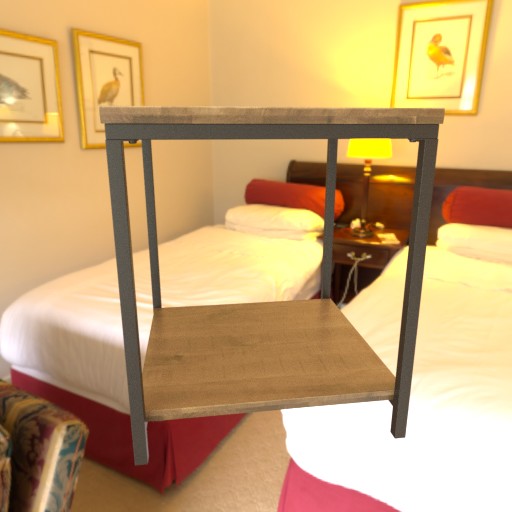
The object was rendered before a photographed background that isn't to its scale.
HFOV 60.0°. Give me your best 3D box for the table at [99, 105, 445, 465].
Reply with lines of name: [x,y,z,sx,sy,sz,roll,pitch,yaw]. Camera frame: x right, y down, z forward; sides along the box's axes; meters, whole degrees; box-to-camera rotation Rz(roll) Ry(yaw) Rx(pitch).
table: [0.000,0.000,0.956,0.503,0.589,0.507,-2,16,-8]
